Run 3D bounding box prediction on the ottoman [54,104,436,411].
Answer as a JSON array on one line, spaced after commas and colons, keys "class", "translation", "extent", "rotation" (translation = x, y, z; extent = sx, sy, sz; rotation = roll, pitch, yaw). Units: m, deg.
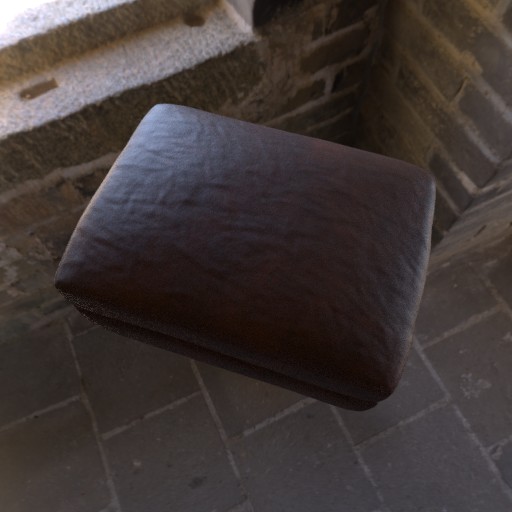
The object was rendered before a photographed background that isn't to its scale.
[{"class": "ottoman", "translation": [0.000, 0.000, 1.305], "extent": [0.887, 0.527, 0.659], "rotation": [16, 65, 8]}]
